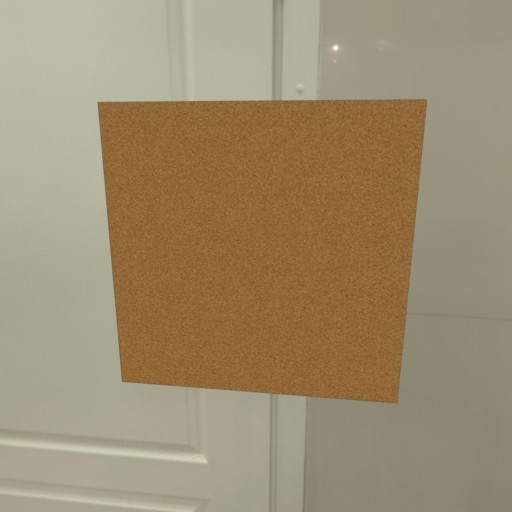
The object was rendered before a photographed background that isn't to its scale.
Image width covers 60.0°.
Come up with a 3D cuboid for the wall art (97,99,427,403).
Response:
[{"bbox_3d":[0.000,0.000,0.611,0.406,0.403,0.039,2,16,7],"label":"wall art"}]
